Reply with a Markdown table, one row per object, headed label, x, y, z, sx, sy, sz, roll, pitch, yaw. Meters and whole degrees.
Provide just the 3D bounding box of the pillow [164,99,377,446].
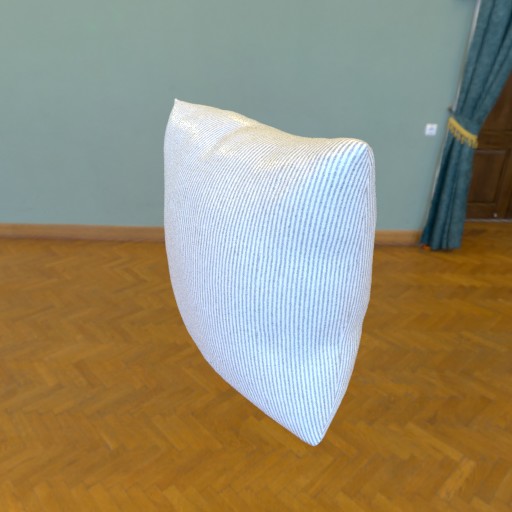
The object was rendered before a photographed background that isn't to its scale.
| label | x | y | z | sx | sy | sz | roll | pitch | yaw |
| --- | --- | --- | --- | --- | --- | --- | --- | --- | --- |
| pillow | 0.000 | 0.000 | 0.693 | 0.310 | 0.432 | 0.387 | 0 | 26 | 1 |
